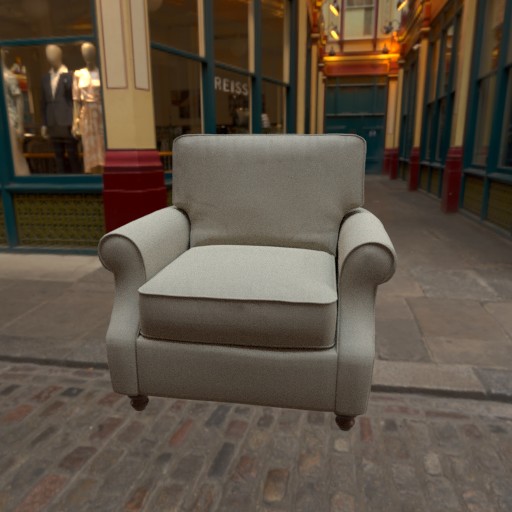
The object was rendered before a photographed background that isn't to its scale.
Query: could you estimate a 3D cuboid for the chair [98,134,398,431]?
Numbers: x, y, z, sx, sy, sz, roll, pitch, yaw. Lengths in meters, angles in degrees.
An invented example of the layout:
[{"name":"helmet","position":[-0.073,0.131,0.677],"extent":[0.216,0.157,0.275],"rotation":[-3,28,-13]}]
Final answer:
[{"name":"chair","position":[0.000,0.000,1.804],"extent":[1.029,0.967,0.966],"rotation":[2,15,9]}]
